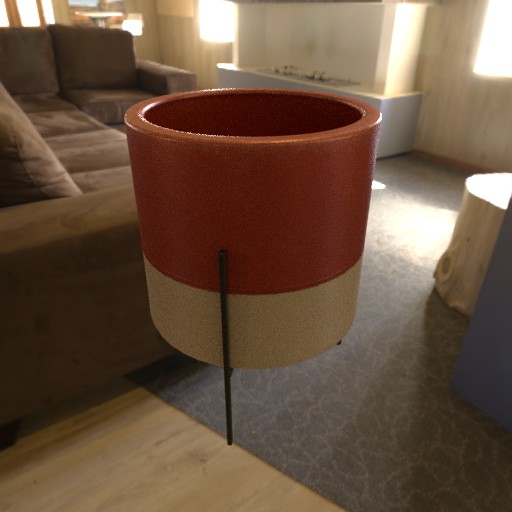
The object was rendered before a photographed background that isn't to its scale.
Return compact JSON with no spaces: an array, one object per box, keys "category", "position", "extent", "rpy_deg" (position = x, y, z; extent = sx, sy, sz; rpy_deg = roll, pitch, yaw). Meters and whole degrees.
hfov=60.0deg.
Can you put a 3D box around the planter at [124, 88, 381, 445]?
[{"category":"planter","position":[0.000,0.000,0.719],"extent":[0.354,0.465,0.345],"rpy_deg":[-9,31,-16]}]
